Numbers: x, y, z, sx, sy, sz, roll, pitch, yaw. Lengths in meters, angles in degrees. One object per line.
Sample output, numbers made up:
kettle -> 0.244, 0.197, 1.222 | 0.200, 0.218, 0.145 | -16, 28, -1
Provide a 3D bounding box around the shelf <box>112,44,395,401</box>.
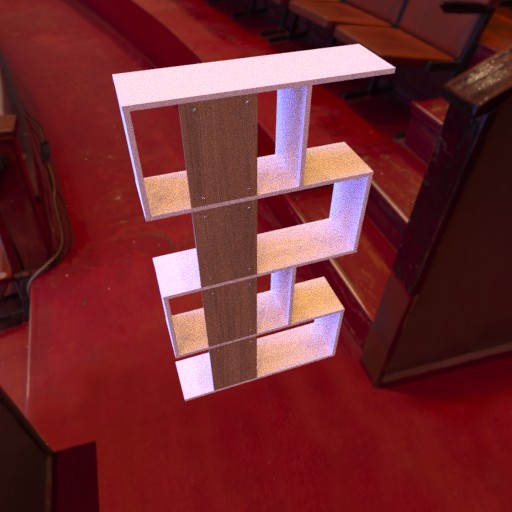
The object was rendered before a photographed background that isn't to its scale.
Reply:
shelf -> 0.000, 0.000, 2.007 | 0.890, 1.650, 0.250 | -13, 45, -14
